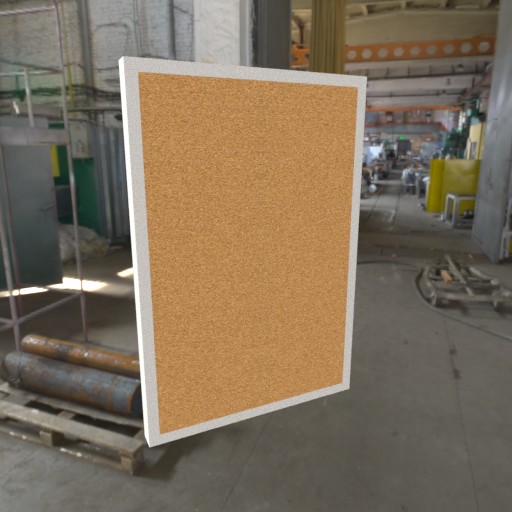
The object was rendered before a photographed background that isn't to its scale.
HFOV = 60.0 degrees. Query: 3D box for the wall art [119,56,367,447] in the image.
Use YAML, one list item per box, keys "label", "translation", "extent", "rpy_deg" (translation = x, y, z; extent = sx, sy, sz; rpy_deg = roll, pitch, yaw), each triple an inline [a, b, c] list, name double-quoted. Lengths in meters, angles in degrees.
- label: "wall art"
  translation: [0.000, 0.000, 0.837]
  extent: [0.450, 0.657, 0.038]
  rpy_deg: [-7, 16, -26]
